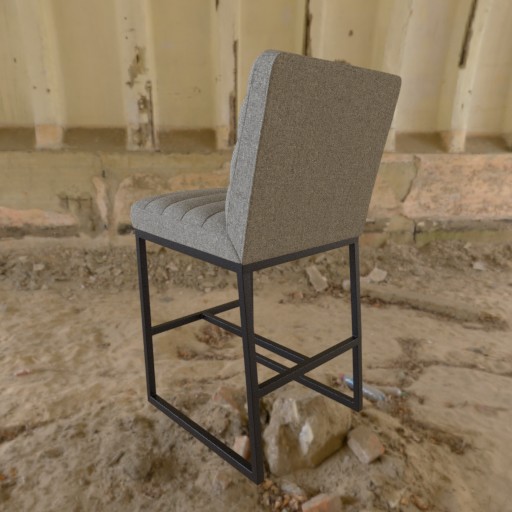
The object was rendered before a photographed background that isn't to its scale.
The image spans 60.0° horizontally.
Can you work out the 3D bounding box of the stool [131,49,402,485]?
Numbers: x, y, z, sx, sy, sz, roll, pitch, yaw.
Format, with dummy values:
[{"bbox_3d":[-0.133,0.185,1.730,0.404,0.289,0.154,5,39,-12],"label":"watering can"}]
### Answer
[{"bbox_3d":[0.000,0.000,1.222,0.460,0.940,0.560,-13,20,-42],"label":"stool"}]
